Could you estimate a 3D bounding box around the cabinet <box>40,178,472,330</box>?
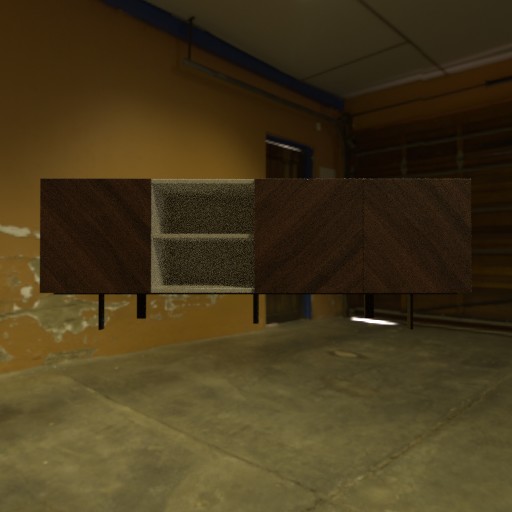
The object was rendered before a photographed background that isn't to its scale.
[{"bbox_3d":[0.000,0.000,1.754,1.499,0.533,0.431,0,-1,0],"label":"cabinet"}]
